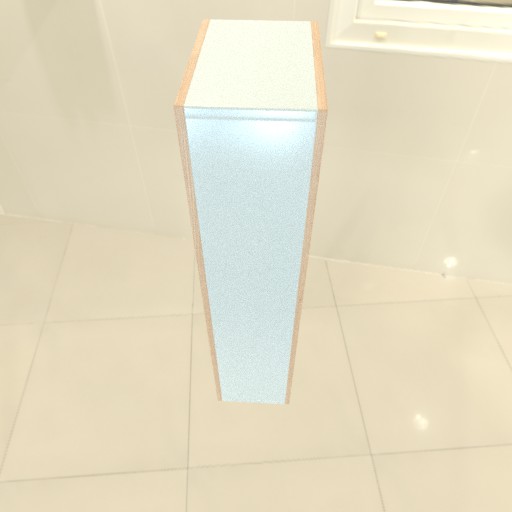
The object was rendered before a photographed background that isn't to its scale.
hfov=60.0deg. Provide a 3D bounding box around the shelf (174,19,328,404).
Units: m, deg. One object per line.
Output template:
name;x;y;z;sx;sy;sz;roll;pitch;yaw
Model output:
shelf;0.000;0.000;0.986;0.197;0.882;0.290;2;48;2
